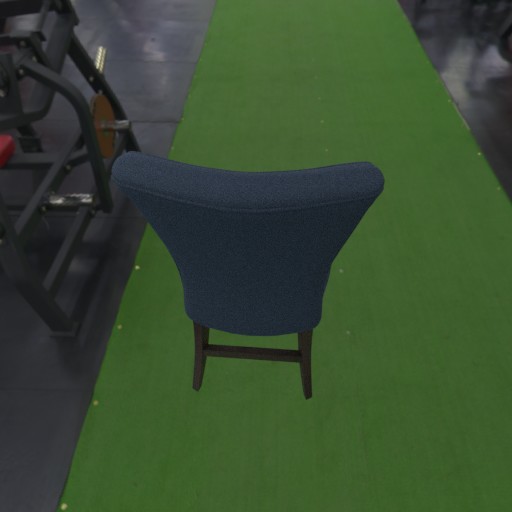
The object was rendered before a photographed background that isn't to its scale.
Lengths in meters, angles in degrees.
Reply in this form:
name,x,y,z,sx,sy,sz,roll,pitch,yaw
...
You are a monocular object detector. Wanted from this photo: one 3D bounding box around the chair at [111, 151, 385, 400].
name,x,y,z,sx,sy,sz,roll,pitch,yaw
chair,0.000,0.000,1.348,0.520,0.991,0.660,3,46,3
